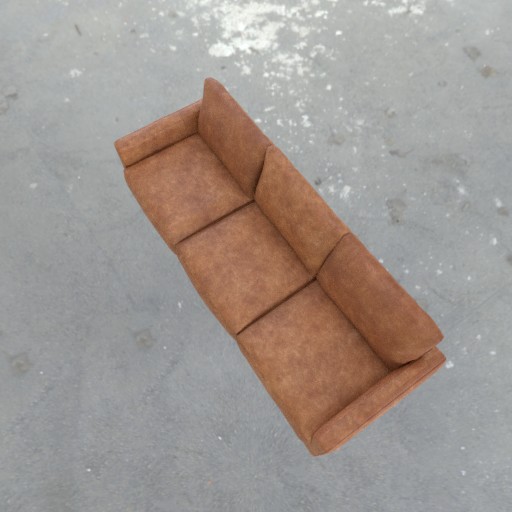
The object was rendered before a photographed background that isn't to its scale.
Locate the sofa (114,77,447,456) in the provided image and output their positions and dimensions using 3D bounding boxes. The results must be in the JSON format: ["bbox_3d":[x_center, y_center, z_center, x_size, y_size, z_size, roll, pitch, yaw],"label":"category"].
[{"bbox_3d":[0.000,0.000,2.441,0.748,0.863,2.029,-31,68,-15],"label":"sofa"}]
